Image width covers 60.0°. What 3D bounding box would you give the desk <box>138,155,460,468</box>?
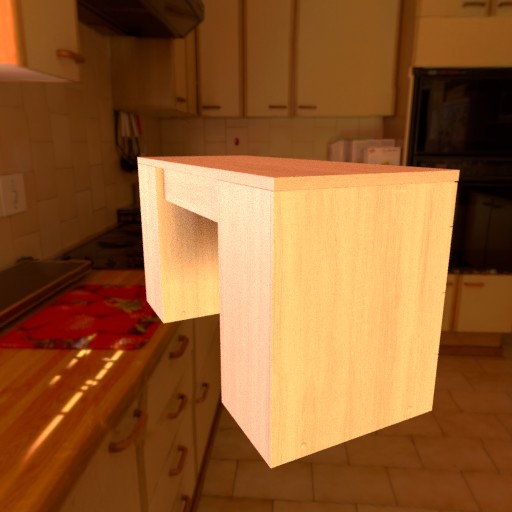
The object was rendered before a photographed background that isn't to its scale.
[{"bbox_3d":[0.000,0.000,1.776,0.600,0.740,1.390,-7,16,-25],"label":"desk"}]
